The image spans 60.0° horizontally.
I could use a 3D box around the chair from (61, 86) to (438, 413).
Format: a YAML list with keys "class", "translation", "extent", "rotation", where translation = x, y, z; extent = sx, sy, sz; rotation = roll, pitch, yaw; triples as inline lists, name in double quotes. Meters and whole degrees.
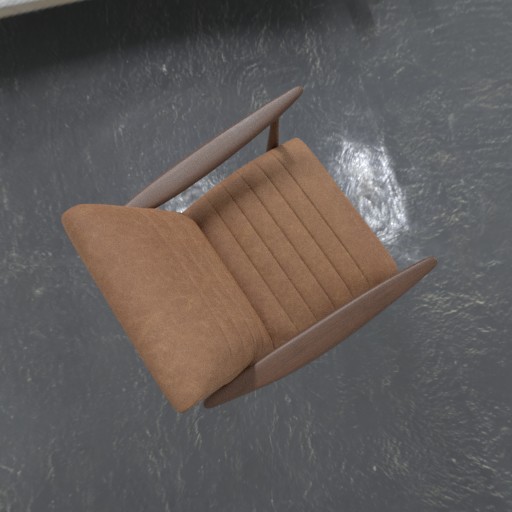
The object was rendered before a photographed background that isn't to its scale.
- class: "chair"
  translation: [0.000, 0.000, 1.454]
  extent: [0.798, 0.832, 0.741]
  rotation: [-33, 79, -7]
